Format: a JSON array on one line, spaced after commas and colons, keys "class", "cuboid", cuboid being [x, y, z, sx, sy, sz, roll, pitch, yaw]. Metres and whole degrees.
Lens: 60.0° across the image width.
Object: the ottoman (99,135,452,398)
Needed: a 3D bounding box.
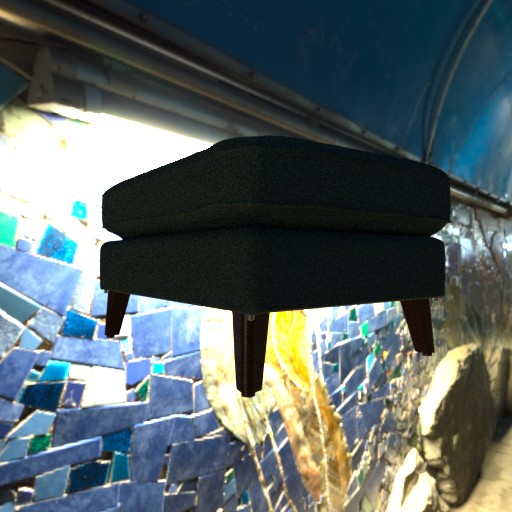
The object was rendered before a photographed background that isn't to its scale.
[{"class": "ottoman", "cuboid": [0.000, 0.000, 1.248, 0.629, 0.503, 0.835, 0, -1, -37]}]
